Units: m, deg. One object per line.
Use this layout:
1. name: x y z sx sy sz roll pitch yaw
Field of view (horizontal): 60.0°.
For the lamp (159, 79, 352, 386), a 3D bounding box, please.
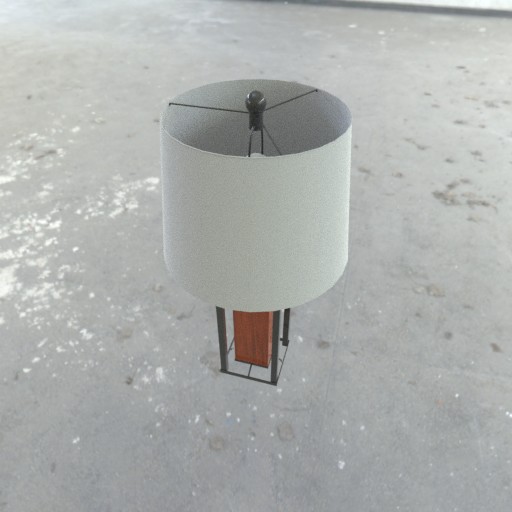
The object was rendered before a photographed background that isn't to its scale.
1. lamp: 0.000 0.000 0.795 0.320 0.591 0.320 0 41 0
